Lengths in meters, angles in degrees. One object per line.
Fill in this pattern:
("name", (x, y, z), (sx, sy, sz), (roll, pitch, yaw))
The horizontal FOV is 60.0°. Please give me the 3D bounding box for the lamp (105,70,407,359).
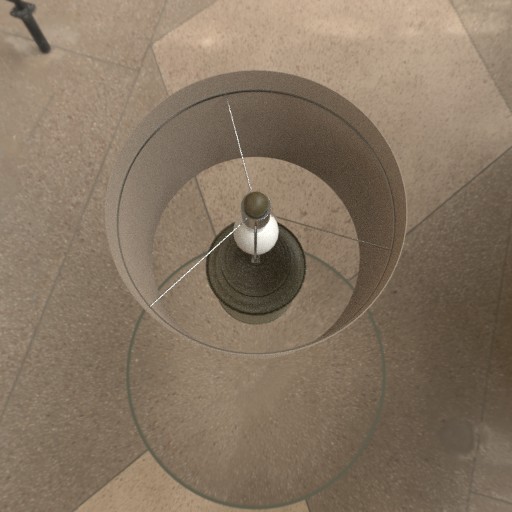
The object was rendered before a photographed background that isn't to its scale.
("lamp", (0.000, 0.000, 0.699), (0.318, 0.486, 0.318), (0, 76, 0))
